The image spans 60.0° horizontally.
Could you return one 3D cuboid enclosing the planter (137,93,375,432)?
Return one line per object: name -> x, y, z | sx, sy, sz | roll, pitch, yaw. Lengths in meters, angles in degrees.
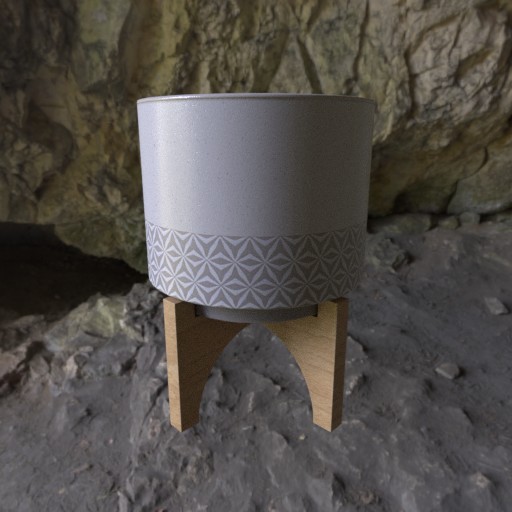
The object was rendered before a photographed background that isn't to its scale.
planter -> 0.000, 0.000, 0.396 | 0.188, 0.260, 0.188 | 0, 16, 0
